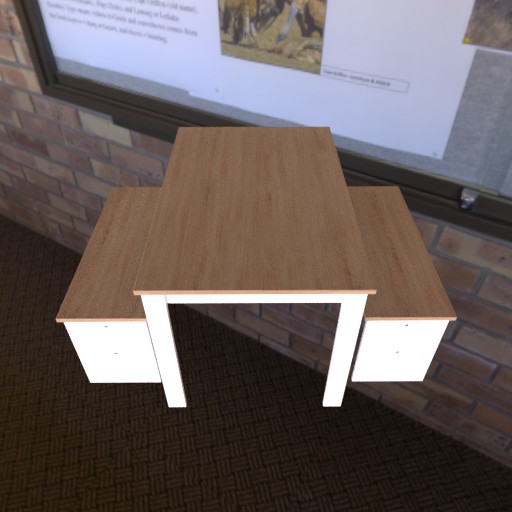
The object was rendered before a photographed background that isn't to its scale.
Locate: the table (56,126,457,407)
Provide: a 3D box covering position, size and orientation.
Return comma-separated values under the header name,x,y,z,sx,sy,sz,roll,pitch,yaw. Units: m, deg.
name,x,y,z,sx,sy,sz,roll,pitch,yaw
table,0.000,0.000,1.971,1.443,0.700,1.100,0,42,0
